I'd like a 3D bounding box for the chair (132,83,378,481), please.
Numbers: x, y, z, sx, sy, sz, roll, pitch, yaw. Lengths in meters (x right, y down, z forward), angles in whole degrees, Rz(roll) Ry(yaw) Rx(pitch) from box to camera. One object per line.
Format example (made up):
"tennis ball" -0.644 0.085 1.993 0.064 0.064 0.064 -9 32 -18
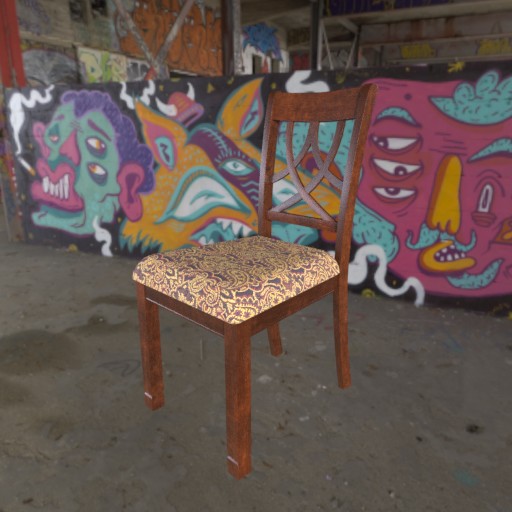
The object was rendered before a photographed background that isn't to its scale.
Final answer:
"chair" 0.000 0.000 1.308 0.584 0.965 0.457 -15 22 -42
